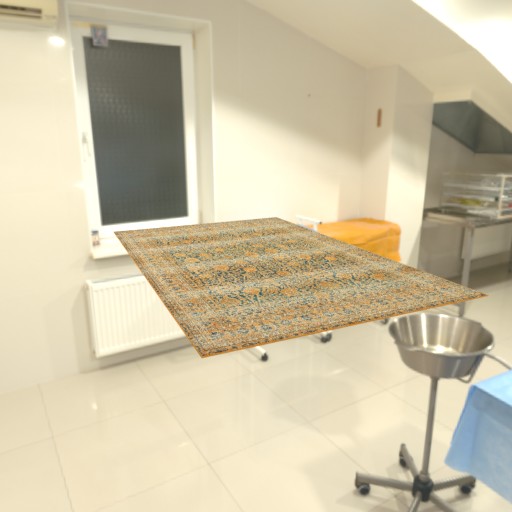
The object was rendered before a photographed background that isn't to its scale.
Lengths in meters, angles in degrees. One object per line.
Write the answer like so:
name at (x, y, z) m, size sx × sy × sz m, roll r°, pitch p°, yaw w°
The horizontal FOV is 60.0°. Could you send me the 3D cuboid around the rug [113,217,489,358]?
rug at (0.000, 0.000, 2.964) m, size 1.525 × 0.007 × 2.336 m, roll -7°, pitch 17°, yaw -24°
